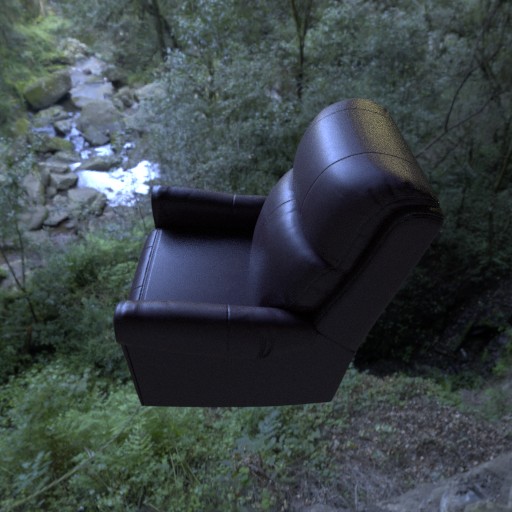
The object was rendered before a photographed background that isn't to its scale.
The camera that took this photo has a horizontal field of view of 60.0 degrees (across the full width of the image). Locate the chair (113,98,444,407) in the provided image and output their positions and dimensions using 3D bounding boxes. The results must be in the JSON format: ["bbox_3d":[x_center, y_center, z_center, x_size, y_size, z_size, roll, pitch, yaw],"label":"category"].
[{"bbox_3d":[0.000,0.000,1.737,1.014,1.054,0.838,0,41,0],"label":"chair"}]
